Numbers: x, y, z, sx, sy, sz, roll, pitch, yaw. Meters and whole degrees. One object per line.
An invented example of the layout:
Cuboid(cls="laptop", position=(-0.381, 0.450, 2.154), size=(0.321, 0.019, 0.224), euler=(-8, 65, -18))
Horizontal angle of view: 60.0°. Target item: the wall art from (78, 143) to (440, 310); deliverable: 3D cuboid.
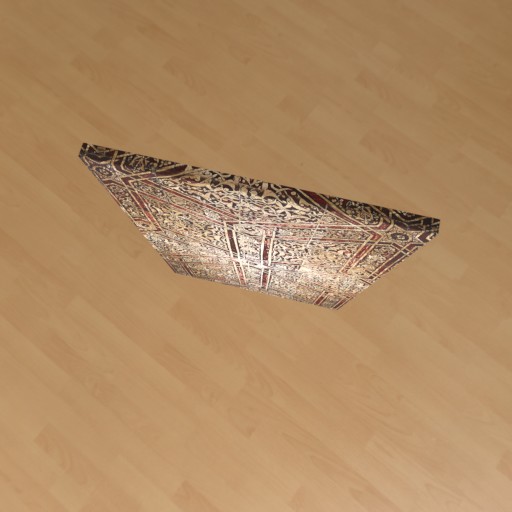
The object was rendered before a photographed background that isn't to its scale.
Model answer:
Cuboid(cls="wall art", position=(0.000, 0.000, 0.768), size=(0.397, 0.599, 0.020), euler=(13, 76, 3))
